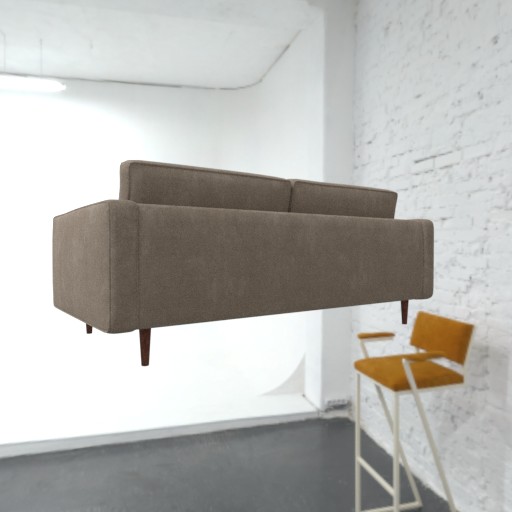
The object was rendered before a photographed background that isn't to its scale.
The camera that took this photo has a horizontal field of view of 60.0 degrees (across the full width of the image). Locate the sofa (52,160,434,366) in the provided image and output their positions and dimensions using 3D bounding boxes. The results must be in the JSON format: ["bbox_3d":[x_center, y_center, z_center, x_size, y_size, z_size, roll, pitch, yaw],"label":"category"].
[{"bbox_3d":[0.000,0.000,2.349,1.883,0.769,0.920,-1,1,-35],"label":"sofa"}]
